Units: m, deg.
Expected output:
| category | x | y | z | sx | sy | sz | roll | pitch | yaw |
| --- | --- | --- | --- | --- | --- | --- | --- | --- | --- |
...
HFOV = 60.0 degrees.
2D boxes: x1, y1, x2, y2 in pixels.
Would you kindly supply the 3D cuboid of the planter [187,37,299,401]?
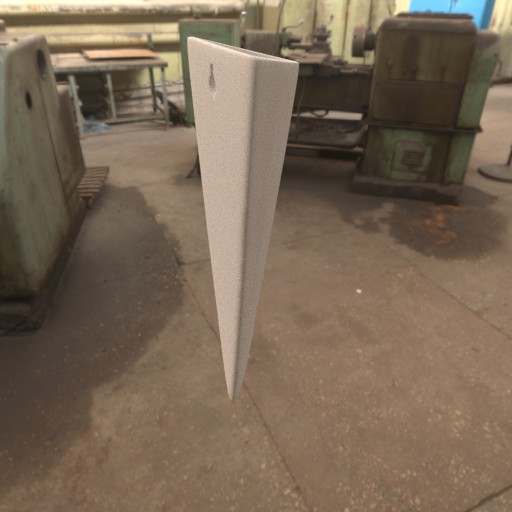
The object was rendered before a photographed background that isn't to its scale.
| category | x | y | z | sx | sy | sz | roll | pitch | yaw |
| --- | --- | --- | --- | --- | --- | --- | --- | --- | --- |
| planter | 0.000 | 0.000 | 0.389 | 0.065 | 0.338 | 0.143 | -12 | 33 | -19 |
